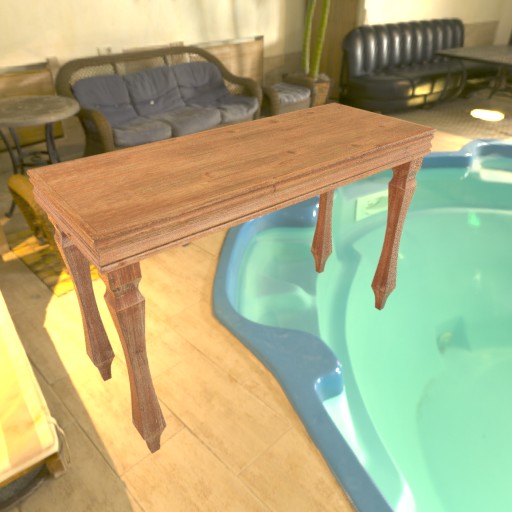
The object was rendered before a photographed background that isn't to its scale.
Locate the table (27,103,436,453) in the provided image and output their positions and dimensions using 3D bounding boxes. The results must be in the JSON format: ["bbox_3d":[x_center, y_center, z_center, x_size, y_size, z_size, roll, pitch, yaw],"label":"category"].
[{"bbox_3d":[0.000,0.000,1.728,1.330,0.873,0.522,-23,39,-32],"label":"table"}]
